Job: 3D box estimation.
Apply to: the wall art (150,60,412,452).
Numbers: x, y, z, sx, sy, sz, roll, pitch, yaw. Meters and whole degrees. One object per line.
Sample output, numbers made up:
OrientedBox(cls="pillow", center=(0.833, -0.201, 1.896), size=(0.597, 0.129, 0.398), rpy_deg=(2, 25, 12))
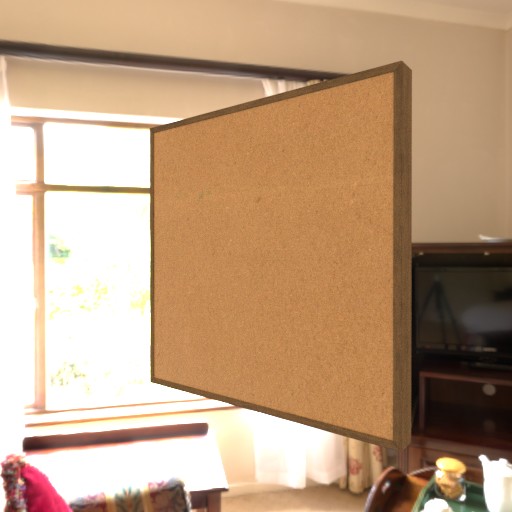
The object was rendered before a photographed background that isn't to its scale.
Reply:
OrientedBox(cls="wall art", center=(0.000, 0.000, 0.746), size=(0.508, 0.508, 0.038), rpy_deg=(0, 0, 38))
